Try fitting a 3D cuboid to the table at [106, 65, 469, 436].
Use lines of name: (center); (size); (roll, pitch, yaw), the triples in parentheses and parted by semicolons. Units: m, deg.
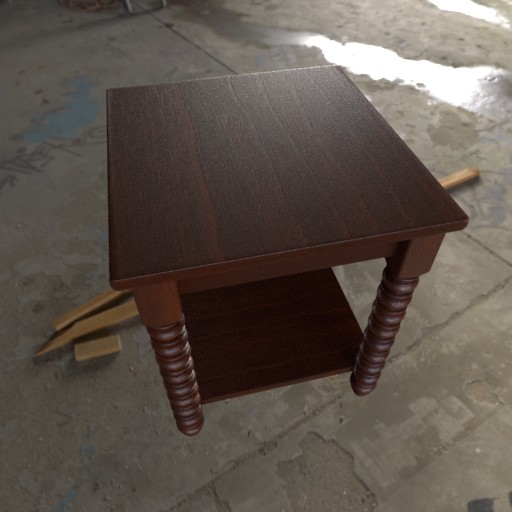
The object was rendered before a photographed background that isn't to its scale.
table: (0.000, 0.000, 0.966); (0.500, 0.567, 0.533); (-10, 47, -9)
